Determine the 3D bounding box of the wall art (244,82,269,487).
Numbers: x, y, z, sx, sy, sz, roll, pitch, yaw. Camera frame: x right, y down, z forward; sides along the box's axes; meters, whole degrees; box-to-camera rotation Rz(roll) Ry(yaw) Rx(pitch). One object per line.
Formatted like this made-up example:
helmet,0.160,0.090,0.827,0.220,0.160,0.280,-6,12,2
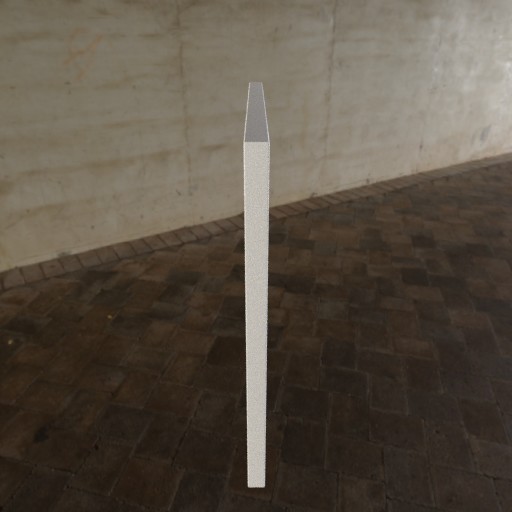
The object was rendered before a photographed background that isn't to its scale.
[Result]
wall art,0.000,0.000,1.517,0.049,1.009,1.009,0,27,0
